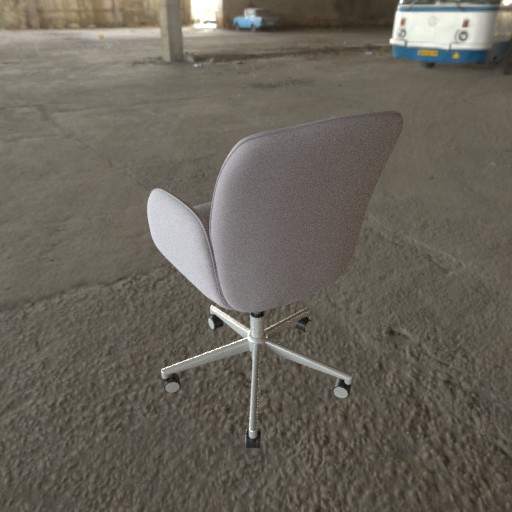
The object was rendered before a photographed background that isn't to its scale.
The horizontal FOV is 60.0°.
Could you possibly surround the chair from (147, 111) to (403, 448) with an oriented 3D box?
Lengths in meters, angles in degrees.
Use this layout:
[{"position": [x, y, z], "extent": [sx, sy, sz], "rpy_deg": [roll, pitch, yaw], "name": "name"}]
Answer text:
[{"position": [0.000, 0.000, 1.382], "extent": [0.648, 0.959, 0.654], "rpy_deg": [-18, 34, -29], "name": "chair"}]
